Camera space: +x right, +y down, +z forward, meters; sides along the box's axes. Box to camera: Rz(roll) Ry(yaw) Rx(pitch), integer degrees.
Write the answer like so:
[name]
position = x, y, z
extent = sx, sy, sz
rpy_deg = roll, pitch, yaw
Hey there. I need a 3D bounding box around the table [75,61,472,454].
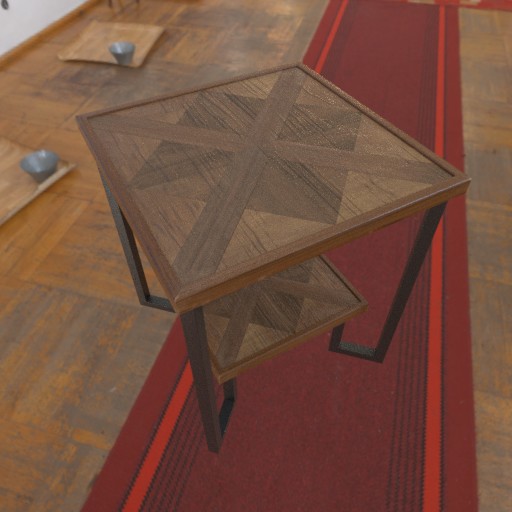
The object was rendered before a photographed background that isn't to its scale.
[table]
position = 0.000, 0.000, 0.970
extent = 0.503, 0.563, 0.503
rpy_deg = -22, 50, -19
